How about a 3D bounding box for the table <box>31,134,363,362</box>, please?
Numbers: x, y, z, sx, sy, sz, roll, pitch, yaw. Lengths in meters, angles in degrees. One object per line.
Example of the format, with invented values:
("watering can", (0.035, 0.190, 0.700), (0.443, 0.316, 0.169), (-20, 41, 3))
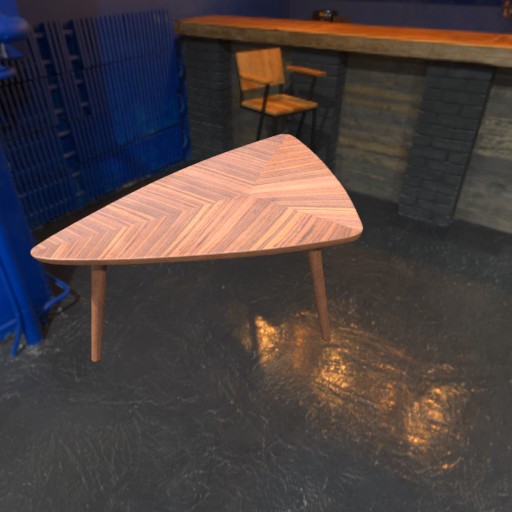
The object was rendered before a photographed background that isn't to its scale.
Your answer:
("table", (0.000, 0.000, 1.272), (0.601, 0.365, 1.008), (22, 39, 30))
